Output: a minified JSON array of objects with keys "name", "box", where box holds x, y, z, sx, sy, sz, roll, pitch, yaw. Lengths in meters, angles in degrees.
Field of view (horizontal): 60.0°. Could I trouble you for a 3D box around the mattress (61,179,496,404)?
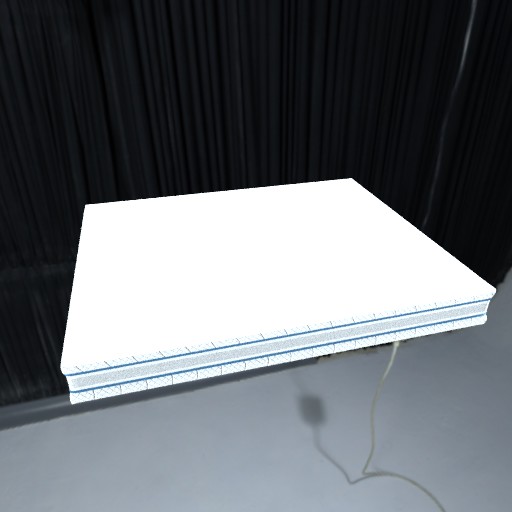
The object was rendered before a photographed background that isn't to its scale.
[{"name":"mattress","box":[0.000,0.000,2.653,2.000,0.230,1.600,-8,31,-13]}]
